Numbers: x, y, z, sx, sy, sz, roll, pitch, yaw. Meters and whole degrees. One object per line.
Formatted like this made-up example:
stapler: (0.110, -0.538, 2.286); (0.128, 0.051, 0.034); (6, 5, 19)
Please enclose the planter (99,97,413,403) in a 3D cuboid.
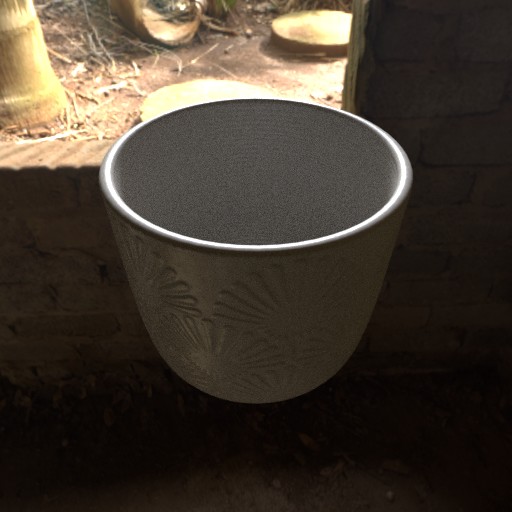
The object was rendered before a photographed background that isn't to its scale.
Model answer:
planter: (0.000, 0.000, 0.215); (0.124, 0.109, 0.124); (0, 41, 0)
